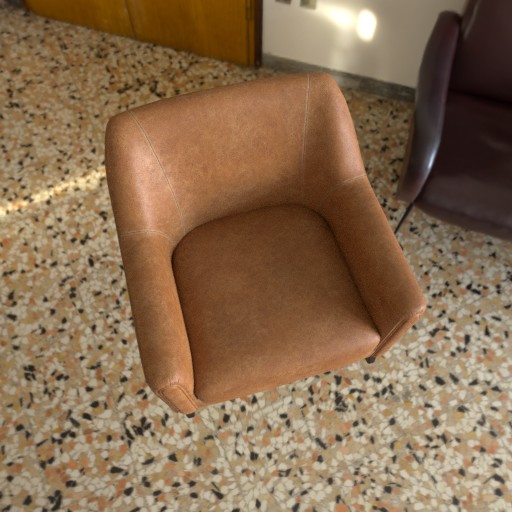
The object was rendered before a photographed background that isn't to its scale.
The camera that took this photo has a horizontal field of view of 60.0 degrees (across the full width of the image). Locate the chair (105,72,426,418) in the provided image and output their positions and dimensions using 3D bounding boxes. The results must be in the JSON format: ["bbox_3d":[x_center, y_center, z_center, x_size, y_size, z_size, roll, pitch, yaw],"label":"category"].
[{"bbox_3d":[0.000,0.000,1.877,1.037,0.980,1.034,-15,64,-7],"label":"chair"}]
